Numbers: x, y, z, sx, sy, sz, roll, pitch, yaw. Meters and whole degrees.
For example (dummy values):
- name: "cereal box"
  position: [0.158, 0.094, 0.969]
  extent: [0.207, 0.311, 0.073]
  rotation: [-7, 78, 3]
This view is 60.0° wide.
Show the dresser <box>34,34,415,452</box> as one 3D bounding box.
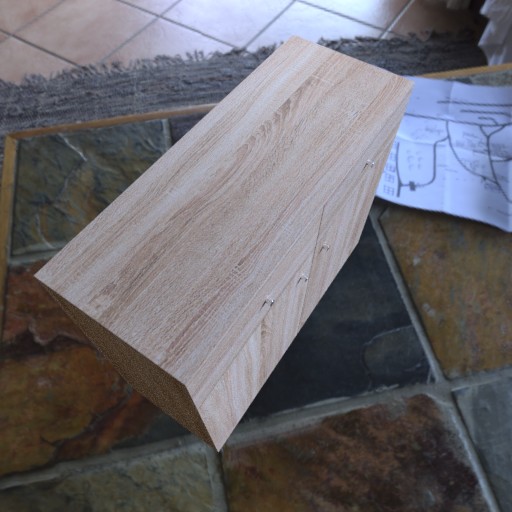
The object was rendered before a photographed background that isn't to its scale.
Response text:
- name: "dresser"
  position: [0.000, 0.000, 1.540]
  extent: [0.450, 0.900, 1.100]
  rotation: [30, 63, 17]
